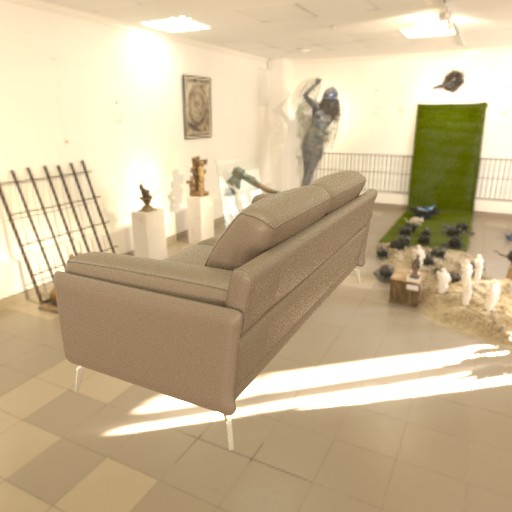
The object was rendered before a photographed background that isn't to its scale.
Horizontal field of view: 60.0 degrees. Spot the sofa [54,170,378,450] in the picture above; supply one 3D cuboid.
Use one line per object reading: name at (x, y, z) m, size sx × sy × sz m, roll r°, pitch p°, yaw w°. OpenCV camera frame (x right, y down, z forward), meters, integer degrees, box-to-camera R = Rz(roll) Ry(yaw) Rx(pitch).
sofa at (0.000, 0.000, 2.623) m, size 1.049 × 0.930 × 2.101 m, roll 9°, pitch 19°, yaw 25°
